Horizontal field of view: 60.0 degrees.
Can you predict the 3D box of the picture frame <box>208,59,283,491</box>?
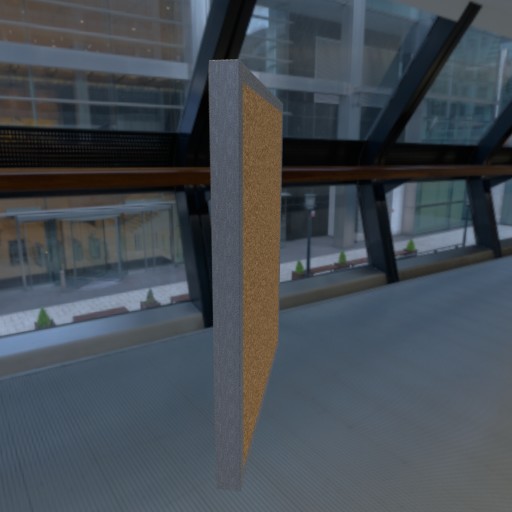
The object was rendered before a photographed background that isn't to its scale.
[{"bbox_3d":[0.000,0.000,0.532,0.027,0.378,0.327,2,14,9],"label":"picture frame"}]
